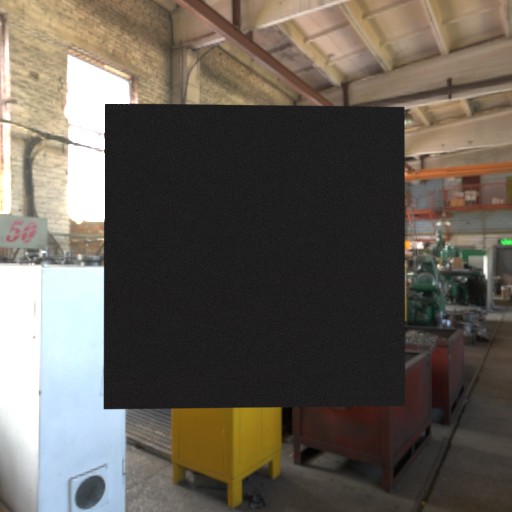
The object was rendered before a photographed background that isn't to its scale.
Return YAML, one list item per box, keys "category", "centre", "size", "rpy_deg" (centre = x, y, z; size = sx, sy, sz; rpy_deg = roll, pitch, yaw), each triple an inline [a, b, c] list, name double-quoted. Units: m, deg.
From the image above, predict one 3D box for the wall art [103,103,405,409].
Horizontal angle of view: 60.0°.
- category: "wall art"
  centre: [0.000, 0.000, 0.677]
  size: [0.456, 0.458, 0.013]
  rpy_deg: [0, 0, -2]
